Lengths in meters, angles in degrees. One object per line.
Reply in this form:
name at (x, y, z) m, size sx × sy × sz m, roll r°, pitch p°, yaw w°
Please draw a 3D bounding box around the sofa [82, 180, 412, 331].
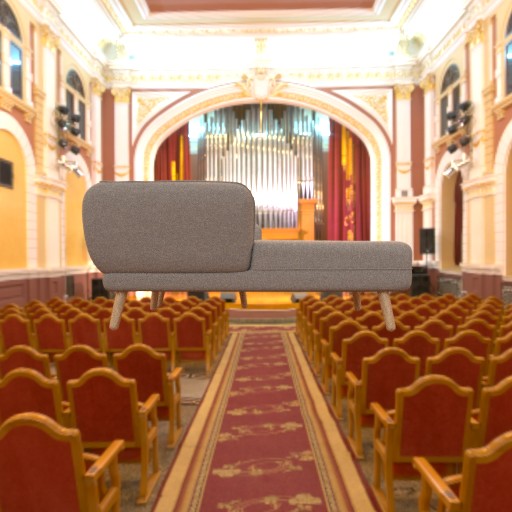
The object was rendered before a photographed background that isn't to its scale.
sofa at (0.000, 0.000, 3.281) m, size 1.532 × 0.693 × 2.653 m, roll 0°, pitch 0°, yaw 1°
